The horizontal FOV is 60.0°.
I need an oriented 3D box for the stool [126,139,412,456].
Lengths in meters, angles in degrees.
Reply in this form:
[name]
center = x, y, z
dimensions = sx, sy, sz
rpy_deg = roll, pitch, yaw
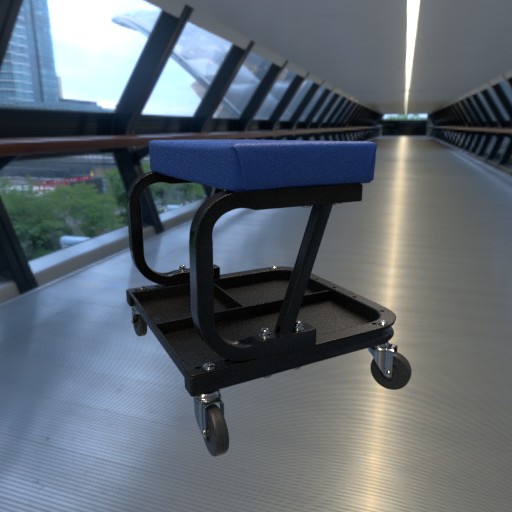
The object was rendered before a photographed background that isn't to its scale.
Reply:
[stool]
center = 0.000, 0.000, 0.752
dimensions = 0.371, 0.380, 0.446
rpy_deg = -8, 17, -27
